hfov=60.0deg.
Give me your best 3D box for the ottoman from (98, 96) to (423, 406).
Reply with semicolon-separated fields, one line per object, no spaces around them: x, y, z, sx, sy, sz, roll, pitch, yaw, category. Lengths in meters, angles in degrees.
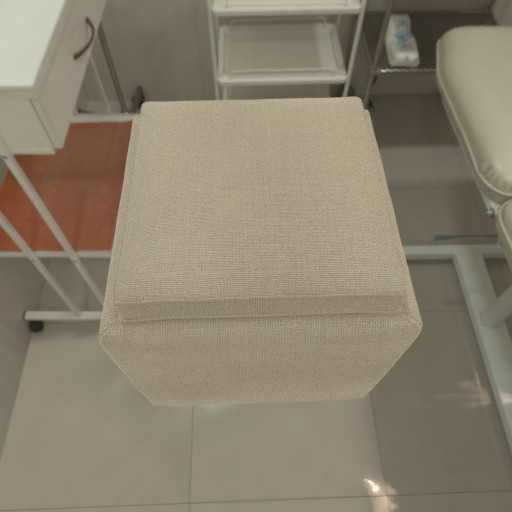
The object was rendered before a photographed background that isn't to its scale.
0.000;0.000;0.831;0.450;0.460;0.451;-2;58;-1;ottoman
